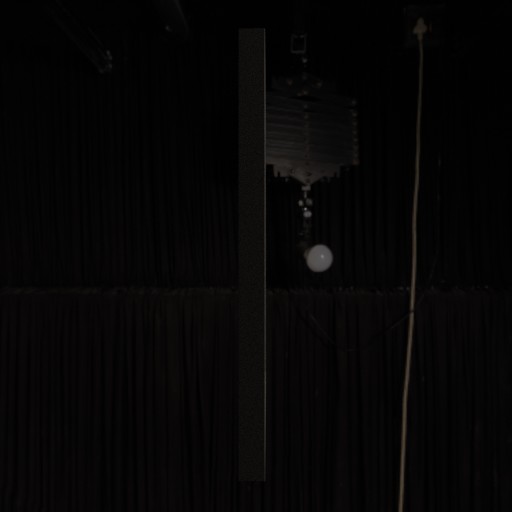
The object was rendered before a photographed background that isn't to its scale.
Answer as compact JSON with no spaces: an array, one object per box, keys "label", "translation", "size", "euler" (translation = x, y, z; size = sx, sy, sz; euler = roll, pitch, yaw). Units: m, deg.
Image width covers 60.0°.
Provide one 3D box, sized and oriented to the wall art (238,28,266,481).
[{"label":"wall art","translation":[0.000,0.000,0.559],"size":[0.024,0.404,0.329],"euler":[0,-1,1]}]
